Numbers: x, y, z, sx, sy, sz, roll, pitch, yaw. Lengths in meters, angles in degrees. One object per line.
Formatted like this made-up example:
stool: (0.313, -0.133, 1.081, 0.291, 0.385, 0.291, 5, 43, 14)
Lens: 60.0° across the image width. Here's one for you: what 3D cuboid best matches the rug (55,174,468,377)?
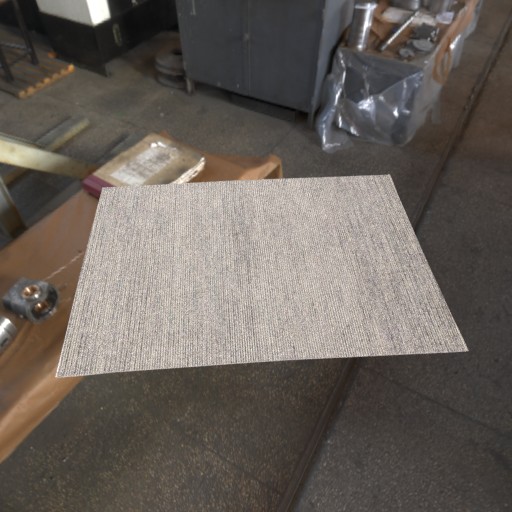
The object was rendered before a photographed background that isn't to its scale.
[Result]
rug: (0.000, 0.000, 2.988, 2.307, 0.030, 1.604, -3, 48, -3)
